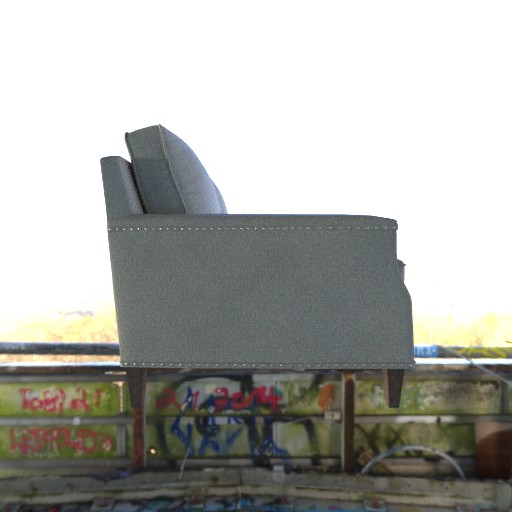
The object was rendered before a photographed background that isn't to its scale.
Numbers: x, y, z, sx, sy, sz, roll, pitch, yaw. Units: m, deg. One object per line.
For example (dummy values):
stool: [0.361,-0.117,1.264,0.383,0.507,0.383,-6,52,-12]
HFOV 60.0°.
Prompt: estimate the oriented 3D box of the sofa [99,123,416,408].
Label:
sofa: [0.000,0.000,2.243,1.084,1.003,1.597,0,2,0]
